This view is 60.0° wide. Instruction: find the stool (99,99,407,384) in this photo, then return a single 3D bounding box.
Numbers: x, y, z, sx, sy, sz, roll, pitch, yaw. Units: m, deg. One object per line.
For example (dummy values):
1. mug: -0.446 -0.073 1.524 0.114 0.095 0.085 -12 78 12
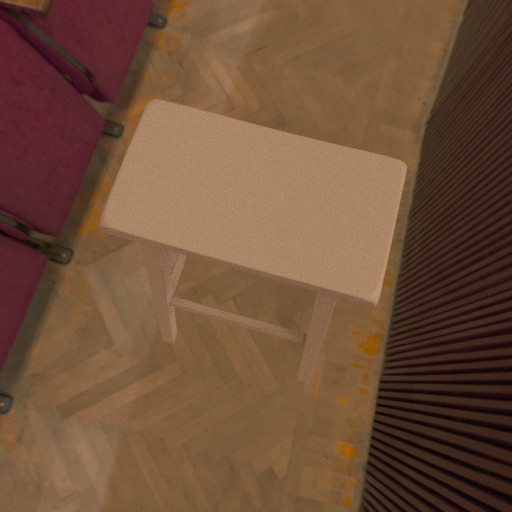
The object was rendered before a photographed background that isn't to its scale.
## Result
1. stool: 0.000 0.000 1.050 0.457 0.737 0.476 15 75 4
